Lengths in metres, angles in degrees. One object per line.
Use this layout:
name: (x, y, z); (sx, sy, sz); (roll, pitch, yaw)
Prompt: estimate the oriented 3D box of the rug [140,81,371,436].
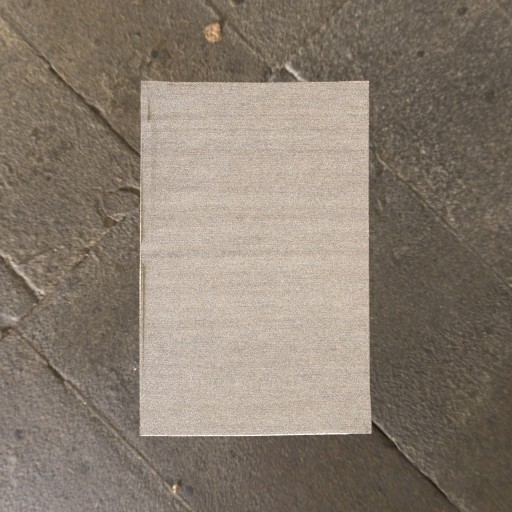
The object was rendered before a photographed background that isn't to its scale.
rug: (0.000, 0.000, 2.265); (1.179, 0.022, 1.820); (0, 89, -1)
